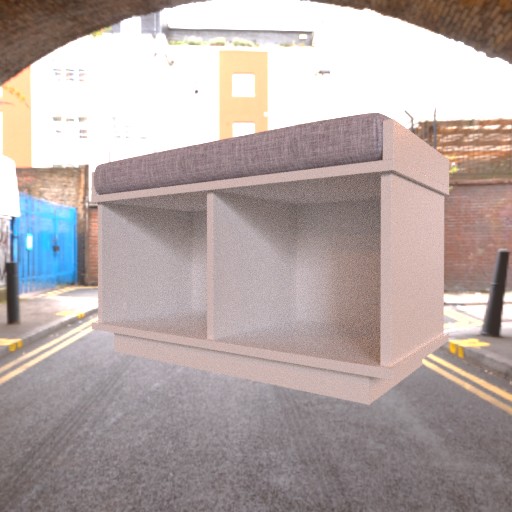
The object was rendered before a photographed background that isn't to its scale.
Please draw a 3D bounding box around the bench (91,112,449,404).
[{"bbox_3d":[0.000,0.000,0.994,0.734,0.461,0.362,0,1,36],"label":"bench"}]
